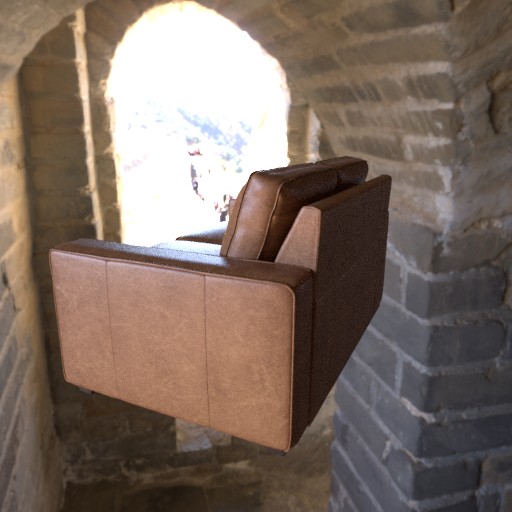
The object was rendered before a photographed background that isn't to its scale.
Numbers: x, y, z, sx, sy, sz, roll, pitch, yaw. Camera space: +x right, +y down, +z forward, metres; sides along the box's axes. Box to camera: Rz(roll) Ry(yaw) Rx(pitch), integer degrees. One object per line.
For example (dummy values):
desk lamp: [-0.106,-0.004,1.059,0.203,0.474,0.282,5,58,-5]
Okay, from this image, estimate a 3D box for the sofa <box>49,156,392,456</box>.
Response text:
sofa: [0.000,0.000,2.110,1.020,0.896,1.532,7,17,25]
